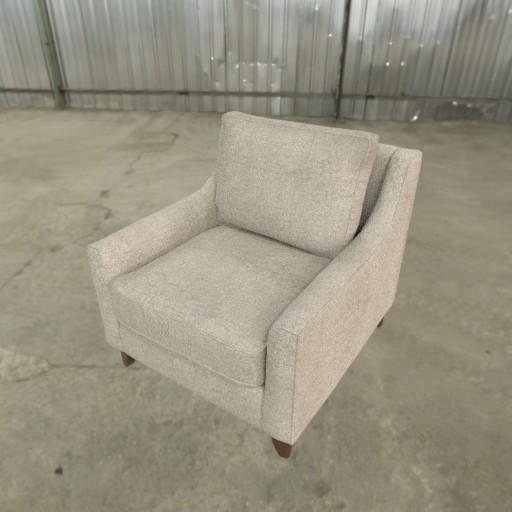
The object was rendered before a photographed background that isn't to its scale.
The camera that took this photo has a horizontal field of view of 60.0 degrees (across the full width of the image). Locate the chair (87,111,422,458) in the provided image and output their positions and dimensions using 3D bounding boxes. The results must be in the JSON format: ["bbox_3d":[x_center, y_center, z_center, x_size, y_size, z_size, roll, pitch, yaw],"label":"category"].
[{"bbox_3d":[0.000,0.000,1.614,0.838,0.864,0.918,19,36,29],"label":"chair"}]
